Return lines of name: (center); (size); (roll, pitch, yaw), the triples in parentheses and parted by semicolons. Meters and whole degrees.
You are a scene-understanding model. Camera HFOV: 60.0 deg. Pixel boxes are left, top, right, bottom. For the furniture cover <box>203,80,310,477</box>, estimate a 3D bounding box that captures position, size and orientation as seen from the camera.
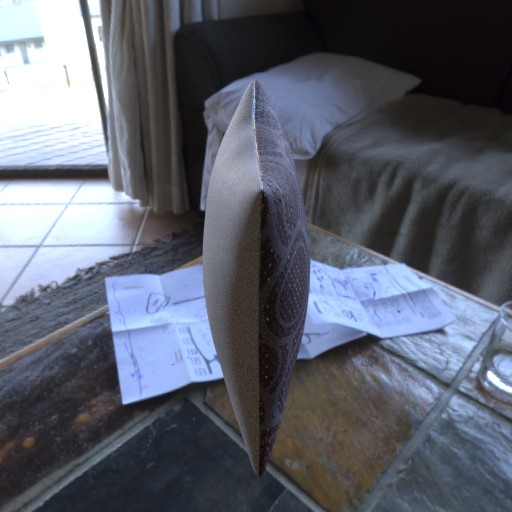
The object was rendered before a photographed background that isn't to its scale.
furniture cover: (0.000, 0.000, 0.816); (0.193, 0.509, 0.552); (0, 33, -1)
